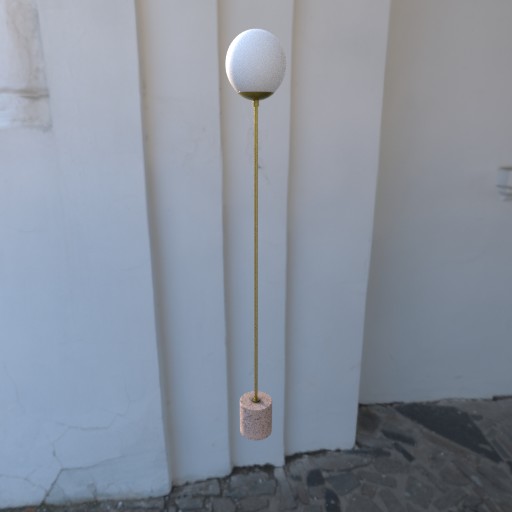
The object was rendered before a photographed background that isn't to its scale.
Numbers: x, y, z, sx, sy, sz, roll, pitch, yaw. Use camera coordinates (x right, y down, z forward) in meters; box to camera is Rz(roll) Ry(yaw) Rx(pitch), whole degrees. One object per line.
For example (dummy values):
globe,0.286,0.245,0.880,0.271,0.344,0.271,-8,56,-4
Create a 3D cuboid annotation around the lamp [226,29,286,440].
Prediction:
lamp,0.000,0.000,1.888,0.229,1.748,0.229,3,17,9
